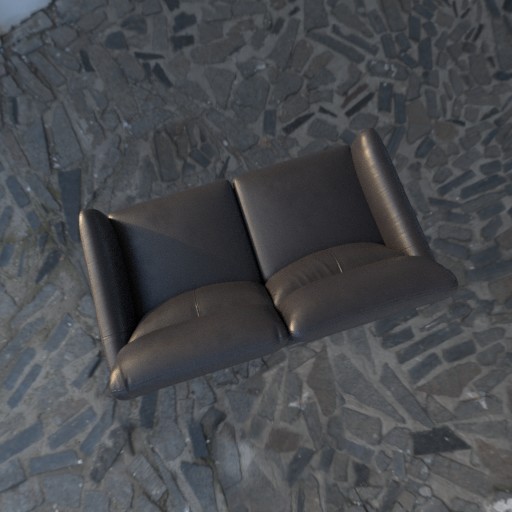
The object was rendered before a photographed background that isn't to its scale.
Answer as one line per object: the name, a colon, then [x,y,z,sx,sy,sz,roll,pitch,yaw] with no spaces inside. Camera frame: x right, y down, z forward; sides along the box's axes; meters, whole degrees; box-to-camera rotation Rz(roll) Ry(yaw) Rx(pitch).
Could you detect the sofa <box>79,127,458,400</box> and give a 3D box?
sofa: [0.000,0.000,2.197,1.596,0.920,0.958,-17,77,-4]
